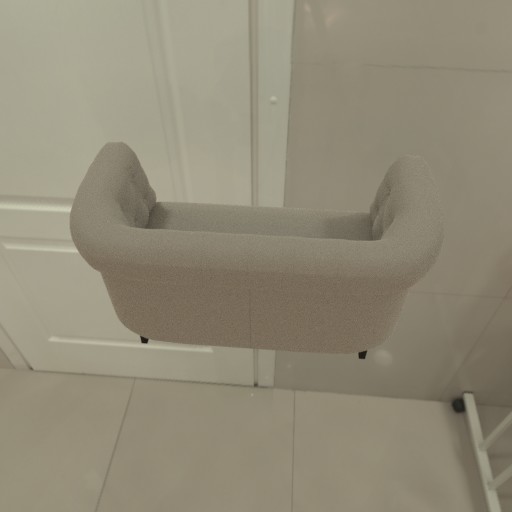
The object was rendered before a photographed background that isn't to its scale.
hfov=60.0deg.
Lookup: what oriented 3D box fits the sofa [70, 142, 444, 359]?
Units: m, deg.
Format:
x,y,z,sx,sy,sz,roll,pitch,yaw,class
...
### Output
x,y,z,sx,sy,sz,roll,pitch,yaw,class
0.000,0.000,2.114,1.558,0.827,0.835,3,46,3,sofa
